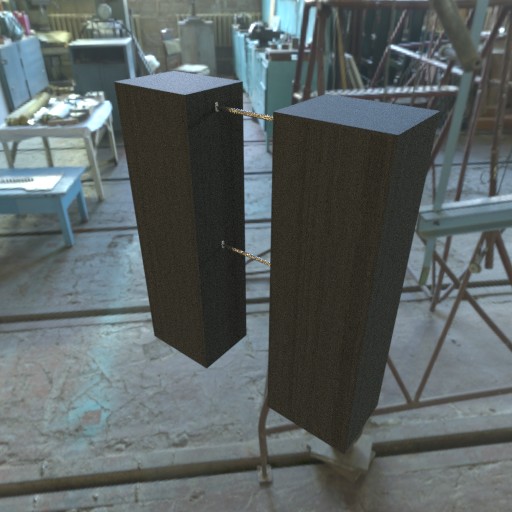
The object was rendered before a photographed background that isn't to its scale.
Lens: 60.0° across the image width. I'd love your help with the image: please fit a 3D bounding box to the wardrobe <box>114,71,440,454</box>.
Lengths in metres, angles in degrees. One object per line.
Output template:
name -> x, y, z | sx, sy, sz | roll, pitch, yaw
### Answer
wardrobe -> 0.000, 0.000, 2.860 | 1.770, 2.000, 0.480 | 22, 38, 32
